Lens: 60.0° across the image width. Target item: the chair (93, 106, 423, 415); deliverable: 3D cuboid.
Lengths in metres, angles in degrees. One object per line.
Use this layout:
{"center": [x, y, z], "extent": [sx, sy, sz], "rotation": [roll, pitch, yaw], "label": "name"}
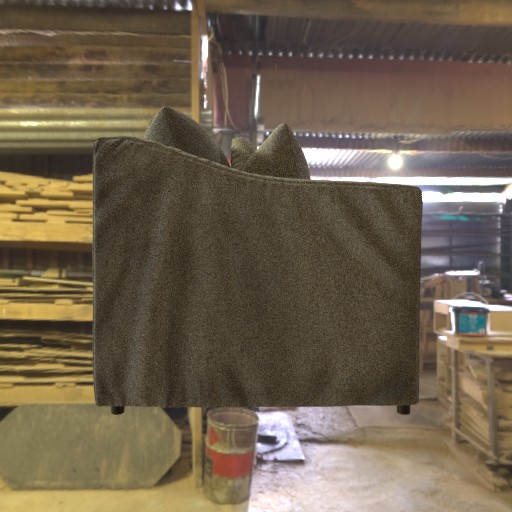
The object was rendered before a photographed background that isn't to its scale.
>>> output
{"center": [0.000, 0.000, 1.980], "extent": [1.071, 1.059, 1.194], "rotation": [0, 0, -1], "label": "chair"}
